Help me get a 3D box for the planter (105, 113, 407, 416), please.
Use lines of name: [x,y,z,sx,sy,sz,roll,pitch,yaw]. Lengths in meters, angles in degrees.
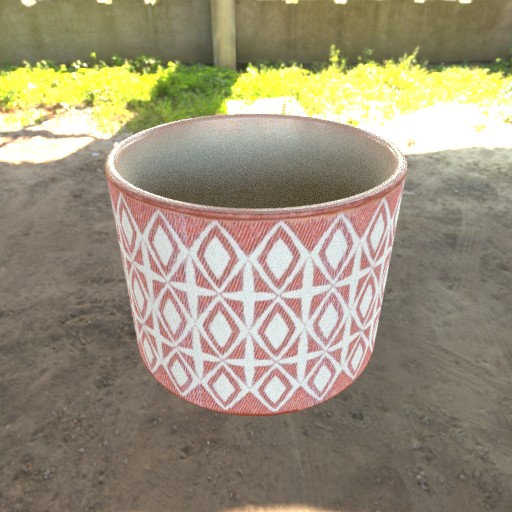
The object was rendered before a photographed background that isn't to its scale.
planter: [0.000,0.000,0.478,0.273,0.237,0.273,0,32,0]
